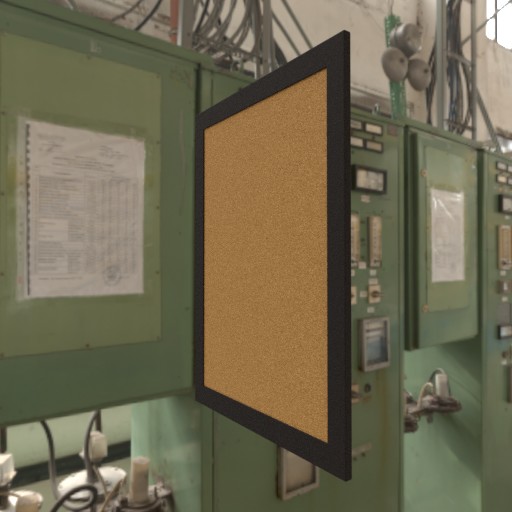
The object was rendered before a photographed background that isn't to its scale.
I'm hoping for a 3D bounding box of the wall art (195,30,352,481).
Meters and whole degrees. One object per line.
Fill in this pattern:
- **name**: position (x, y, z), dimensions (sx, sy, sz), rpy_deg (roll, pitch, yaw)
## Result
- **wall art**: position (0.000, 0.000, 0.673), dimensions (0.012, 0.529, 0.374), rpy_deg (1, -1, -35)
